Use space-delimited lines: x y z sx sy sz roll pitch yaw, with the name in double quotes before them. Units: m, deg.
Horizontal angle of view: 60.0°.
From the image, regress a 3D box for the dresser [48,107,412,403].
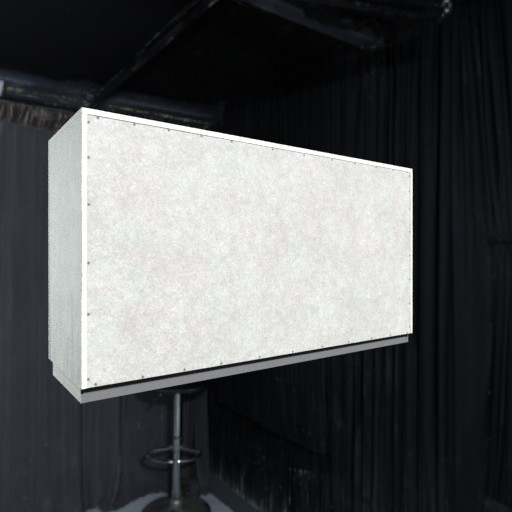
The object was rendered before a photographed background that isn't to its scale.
"dresser" 0.000 0.000 1.990 1.628 0.889 0.483 0 0 -36
